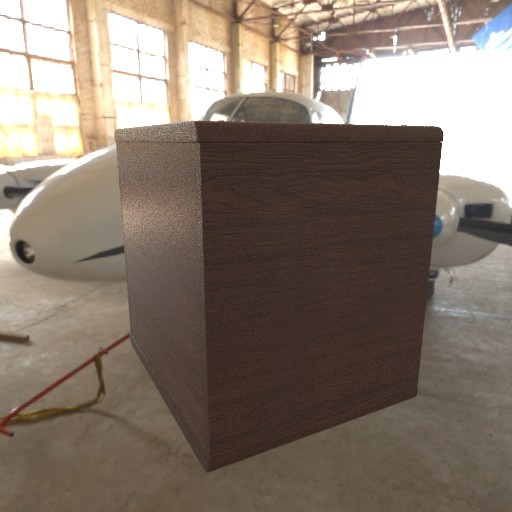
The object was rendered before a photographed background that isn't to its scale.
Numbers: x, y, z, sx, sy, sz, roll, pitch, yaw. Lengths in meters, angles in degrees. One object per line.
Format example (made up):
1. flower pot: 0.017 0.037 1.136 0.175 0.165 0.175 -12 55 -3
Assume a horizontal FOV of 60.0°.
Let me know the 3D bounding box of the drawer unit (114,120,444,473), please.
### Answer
1. drawer unit: 0.000 0.000 0.612 0.290 0.344 0.344 -8 17 -27
